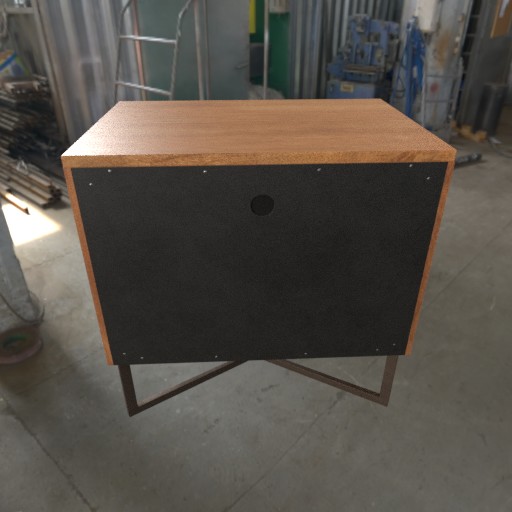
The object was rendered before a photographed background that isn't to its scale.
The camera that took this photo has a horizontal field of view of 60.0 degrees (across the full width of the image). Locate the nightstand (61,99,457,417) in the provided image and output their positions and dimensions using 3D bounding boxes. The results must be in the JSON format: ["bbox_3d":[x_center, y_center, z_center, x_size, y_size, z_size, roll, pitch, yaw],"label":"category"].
[{"bbox_3d":[0.000,0.000,1.021,0.613,0.615,0.427,-1,30,-2],"label":"nightstand"}]
